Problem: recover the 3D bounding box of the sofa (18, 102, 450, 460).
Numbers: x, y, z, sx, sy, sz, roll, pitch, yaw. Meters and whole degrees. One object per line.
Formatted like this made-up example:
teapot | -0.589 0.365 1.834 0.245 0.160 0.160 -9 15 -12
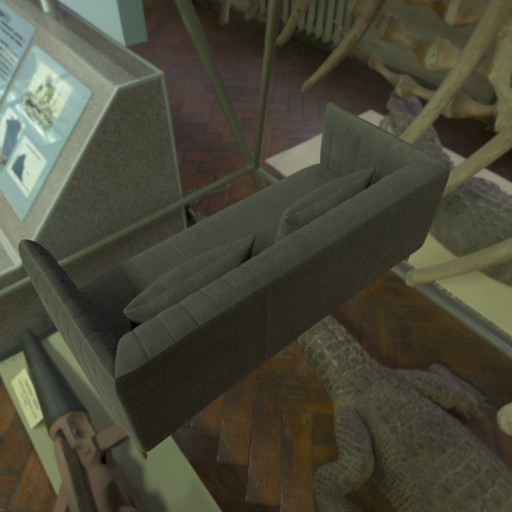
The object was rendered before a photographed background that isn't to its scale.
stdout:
sofa | 0.000 0.000 2.330 1.980 0.780 0.876 -31 54 -26
